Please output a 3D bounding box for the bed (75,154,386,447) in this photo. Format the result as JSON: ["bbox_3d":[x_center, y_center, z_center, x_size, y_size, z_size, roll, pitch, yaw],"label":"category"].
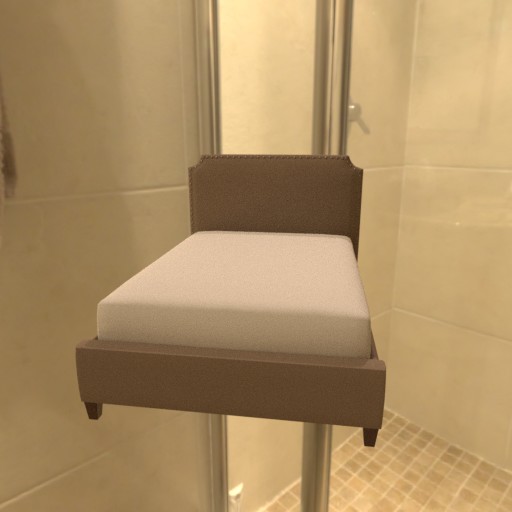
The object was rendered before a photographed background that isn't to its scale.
[{"bbox_3d":[0.000,0.000,3.391,1.713,1.443,2.372,2,15,8],"label":"bed"}]
